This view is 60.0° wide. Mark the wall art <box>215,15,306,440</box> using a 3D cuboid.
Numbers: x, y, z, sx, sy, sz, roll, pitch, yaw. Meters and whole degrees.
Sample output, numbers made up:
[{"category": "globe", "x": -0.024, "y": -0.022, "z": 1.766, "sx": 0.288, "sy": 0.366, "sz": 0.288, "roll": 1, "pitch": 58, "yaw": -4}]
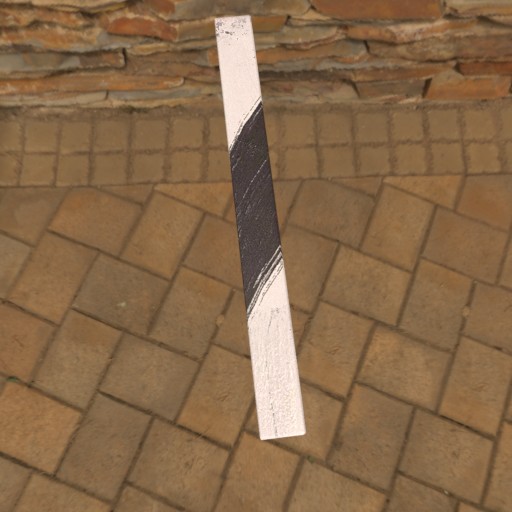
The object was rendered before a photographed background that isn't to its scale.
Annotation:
[{"category": "wall art", "x": 0.000, "y": 0.000, "z": 0.748, "sx": 0.050, "sy": 0.508, "sz": 0.507, "roll": -6, "pitch": 76, "yaw": -2}]
